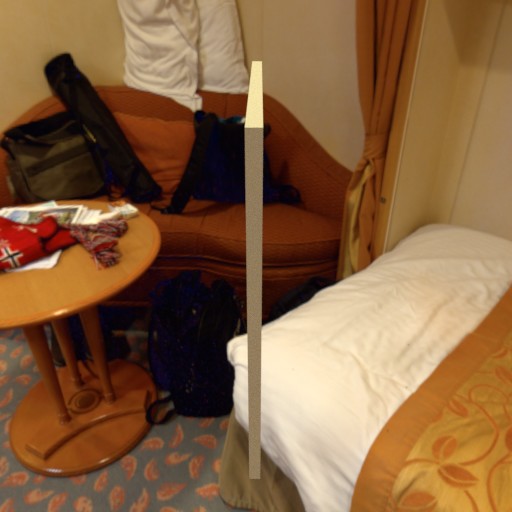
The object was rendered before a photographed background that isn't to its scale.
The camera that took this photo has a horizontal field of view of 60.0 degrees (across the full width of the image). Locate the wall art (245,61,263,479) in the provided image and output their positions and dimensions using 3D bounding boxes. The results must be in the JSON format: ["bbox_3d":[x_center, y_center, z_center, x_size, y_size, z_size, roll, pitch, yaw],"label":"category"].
[{"bbox_3d":[0.000,0.000,1.105,0.026,0.811,0.661,0,31,0],"label":"wall art"}]
